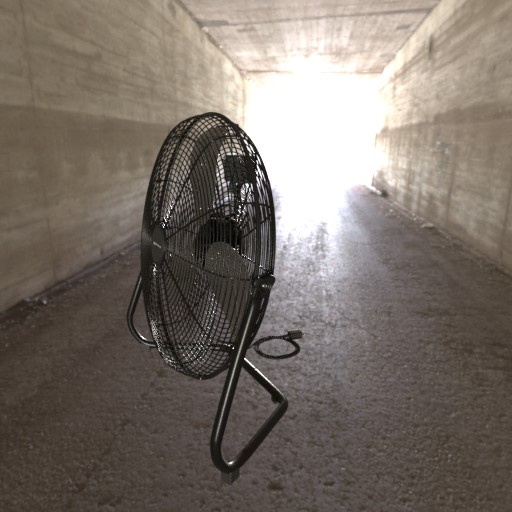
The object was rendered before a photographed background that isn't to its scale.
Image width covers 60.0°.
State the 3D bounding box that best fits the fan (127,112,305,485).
[{"bbox_3d":[0.000,0.000,0.987,0.470,0.605,0.595,-8,17,-27],"label":"fan"}]
